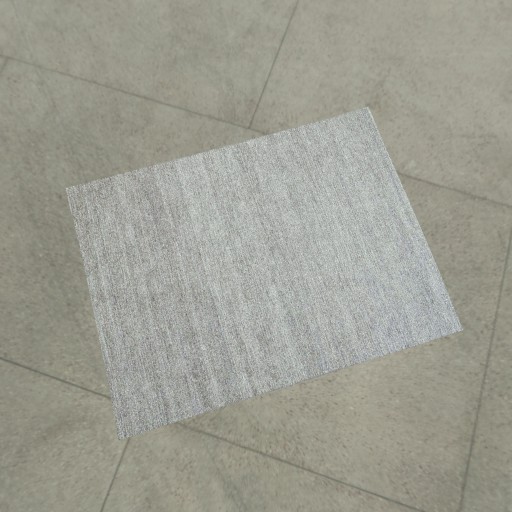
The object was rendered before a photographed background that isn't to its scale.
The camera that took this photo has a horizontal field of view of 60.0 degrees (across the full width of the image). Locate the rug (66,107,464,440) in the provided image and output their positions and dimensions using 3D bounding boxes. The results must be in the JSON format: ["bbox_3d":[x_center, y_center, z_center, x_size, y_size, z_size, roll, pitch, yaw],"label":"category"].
[{"bbox_3d":[0.000,0.000,4.186,3.202,0.045,2.434,-16,75,-5],"label":"rug"}]
